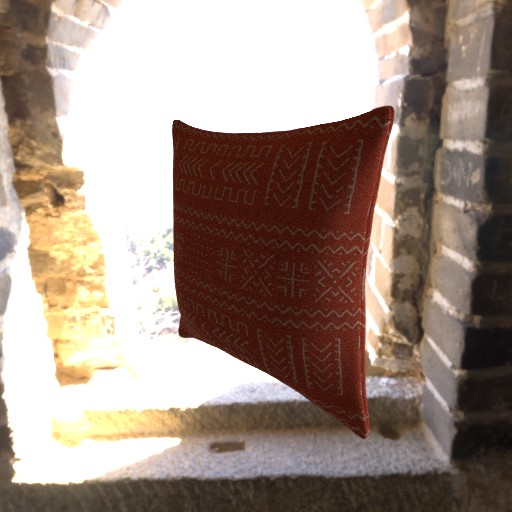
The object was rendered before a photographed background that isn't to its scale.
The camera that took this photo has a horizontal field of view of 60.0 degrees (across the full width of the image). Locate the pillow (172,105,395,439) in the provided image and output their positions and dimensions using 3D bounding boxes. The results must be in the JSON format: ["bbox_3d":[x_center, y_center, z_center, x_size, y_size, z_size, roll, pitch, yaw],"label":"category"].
[{"bbox_3d":[0.000,0.000,0.695,0.164,0.429,0.438,-14,21,-42],"label":"pillow"}]
